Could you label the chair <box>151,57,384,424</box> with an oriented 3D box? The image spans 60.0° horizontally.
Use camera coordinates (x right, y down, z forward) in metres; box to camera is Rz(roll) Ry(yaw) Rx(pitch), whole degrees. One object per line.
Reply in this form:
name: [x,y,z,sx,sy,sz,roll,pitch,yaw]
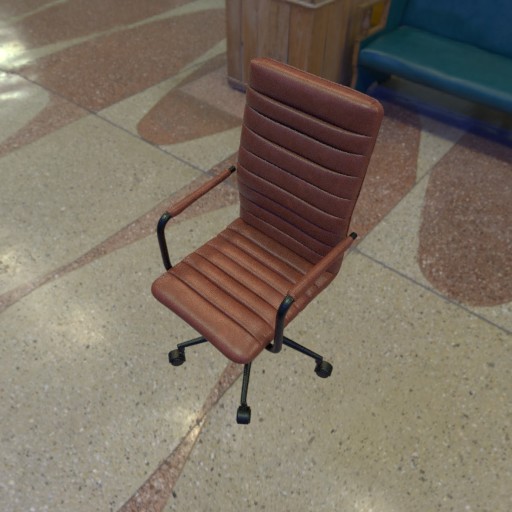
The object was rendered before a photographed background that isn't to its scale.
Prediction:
chair: [0.000,0.000,1.357,0.608,0.979,0.580,33,55,27]
